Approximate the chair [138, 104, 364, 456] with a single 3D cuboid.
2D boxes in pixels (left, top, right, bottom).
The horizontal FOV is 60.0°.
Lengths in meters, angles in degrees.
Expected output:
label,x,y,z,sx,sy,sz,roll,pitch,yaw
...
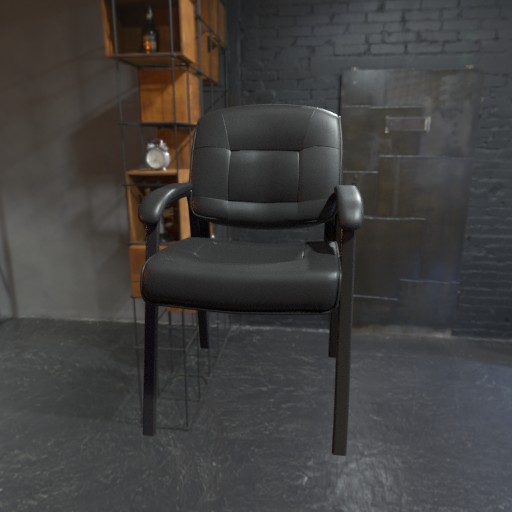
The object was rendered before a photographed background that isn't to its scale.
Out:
label,x,y,z,sx,sy,sz,roll,pitch,yaw
chair,0.000,0.000,1.329,0.591,0.910,0.668,2,14,9
